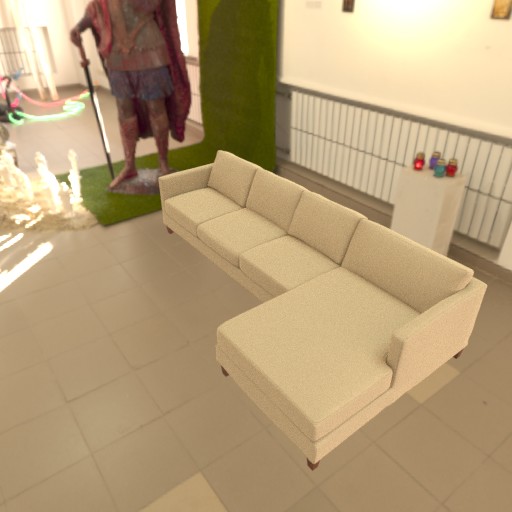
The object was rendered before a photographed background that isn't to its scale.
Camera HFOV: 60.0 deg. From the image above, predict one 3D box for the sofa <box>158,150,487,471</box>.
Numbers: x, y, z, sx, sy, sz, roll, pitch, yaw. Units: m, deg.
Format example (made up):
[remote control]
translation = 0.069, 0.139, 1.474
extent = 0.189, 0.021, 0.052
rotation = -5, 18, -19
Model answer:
[sofa]
translation = 0.000, 0.000, 3.837
extent = 1.625, 0.861, 3.186
rotation = -22, 38, -31
